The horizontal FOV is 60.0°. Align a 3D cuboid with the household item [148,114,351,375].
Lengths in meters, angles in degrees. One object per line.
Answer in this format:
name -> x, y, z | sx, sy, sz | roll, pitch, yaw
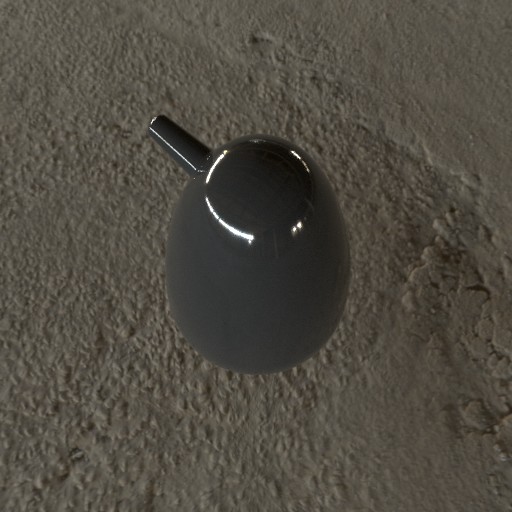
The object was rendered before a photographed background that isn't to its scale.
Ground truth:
household item -> 0.000, 0.000, 0.225 | 0.104, 0.152, 0.102 | 32, 68, 15
